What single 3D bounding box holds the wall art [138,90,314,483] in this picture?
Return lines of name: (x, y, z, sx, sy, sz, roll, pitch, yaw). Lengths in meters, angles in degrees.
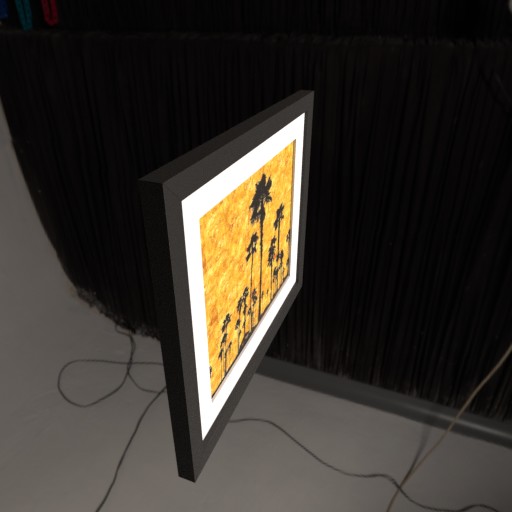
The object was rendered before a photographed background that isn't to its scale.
wall art: (0.000, 0.000, 0.764, 0.028, 0.460, 0.561, 11, 31, 18)
